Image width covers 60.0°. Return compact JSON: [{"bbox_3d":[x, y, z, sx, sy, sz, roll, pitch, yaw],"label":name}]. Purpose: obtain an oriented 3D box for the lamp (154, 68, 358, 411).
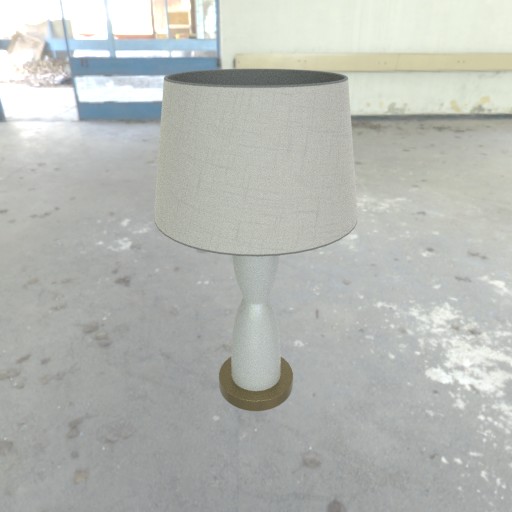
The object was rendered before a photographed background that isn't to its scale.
[{"bbox_3d":[0.000,0.000,0.721,0.309,0.545,0.309,0,27,0],"label":"lamp"}]
